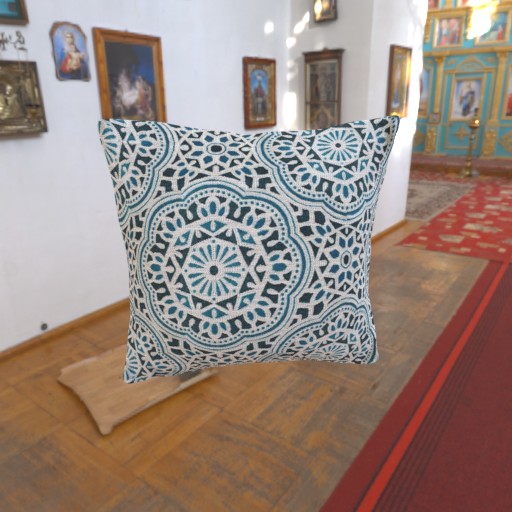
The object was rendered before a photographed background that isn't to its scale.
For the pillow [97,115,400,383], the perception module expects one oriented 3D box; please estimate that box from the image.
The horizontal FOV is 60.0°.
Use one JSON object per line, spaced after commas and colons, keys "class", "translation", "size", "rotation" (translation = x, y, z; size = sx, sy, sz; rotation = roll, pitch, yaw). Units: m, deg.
{"class": "pillow", "translation": [0.000, 0.000, 0.694], "size": [0.440, 0.420, 0.145], "rotation": [-3, 18, -8]}
